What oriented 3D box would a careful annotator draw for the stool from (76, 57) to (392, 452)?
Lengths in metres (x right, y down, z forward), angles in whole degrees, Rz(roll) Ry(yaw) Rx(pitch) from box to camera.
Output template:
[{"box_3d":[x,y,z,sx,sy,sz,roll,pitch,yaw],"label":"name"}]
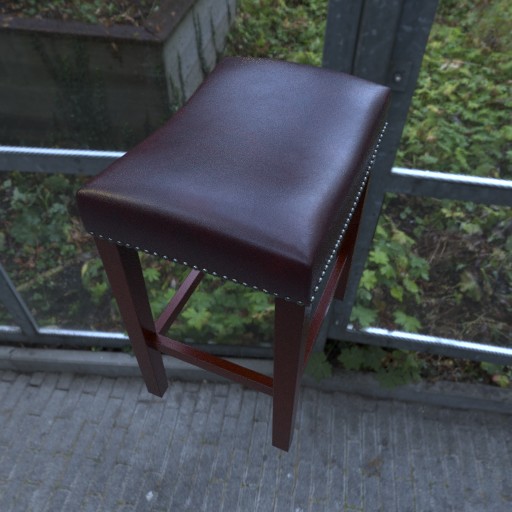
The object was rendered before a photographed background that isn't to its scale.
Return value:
[{"box_3d":[0.000,0.000,0.956,0.372,0.657,0.504,17,50,15],"label":"stool"}]
